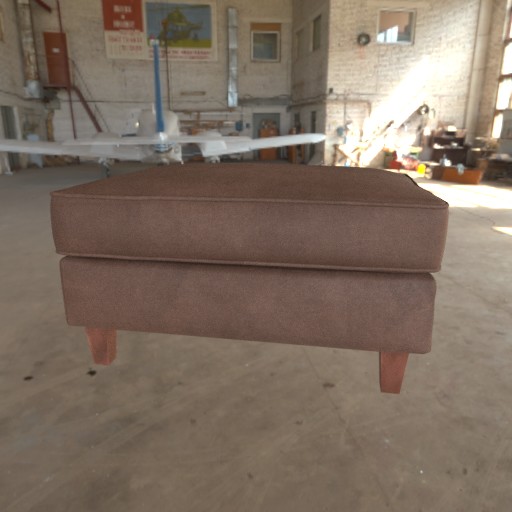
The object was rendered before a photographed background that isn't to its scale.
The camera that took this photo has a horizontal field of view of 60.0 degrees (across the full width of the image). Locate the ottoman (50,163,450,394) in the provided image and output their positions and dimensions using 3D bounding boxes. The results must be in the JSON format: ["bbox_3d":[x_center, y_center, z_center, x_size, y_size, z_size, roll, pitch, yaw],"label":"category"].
[{"bbox_3d":[0.000,0.000,1.212,0.860,0.481,0.596,3,16,10],"label":"ottoman"}]
